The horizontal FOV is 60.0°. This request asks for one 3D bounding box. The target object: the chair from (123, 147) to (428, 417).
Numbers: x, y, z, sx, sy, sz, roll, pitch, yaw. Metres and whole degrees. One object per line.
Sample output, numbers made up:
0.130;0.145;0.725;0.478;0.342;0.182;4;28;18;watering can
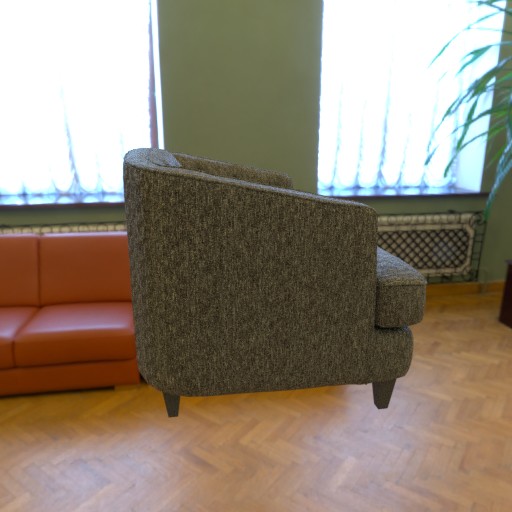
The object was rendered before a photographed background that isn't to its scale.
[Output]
0.000;0.000;1.795;0.941;0.852;1.104;-3;16;-10;chair
